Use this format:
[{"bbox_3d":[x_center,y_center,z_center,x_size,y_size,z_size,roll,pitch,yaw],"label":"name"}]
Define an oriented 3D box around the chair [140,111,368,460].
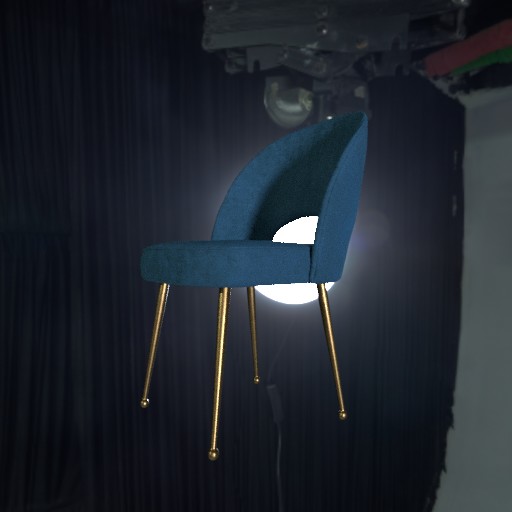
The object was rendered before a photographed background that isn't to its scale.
[{"bbox_3d":[0.000,0.000,1.240,0.577,0.860,0.527,0,1,-35],"label":"chair"}]
